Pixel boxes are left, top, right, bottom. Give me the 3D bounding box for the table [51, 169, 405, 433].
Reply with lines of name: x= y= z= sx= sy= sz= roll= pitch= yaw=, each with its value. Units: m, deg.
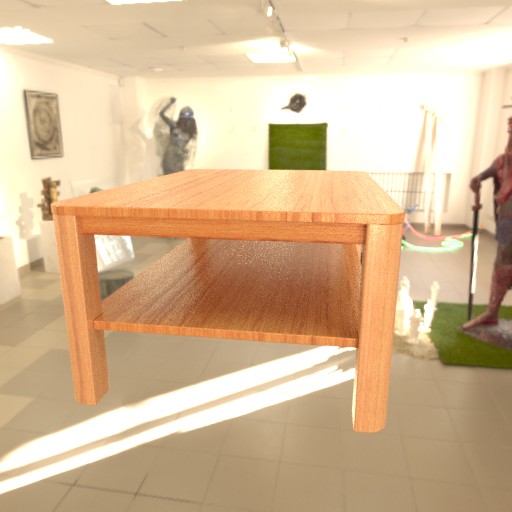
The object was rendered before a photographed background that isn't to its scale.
table: x=0.000 y=0.000 z=1.352 sx=0.696 sy=0.445 sz=0.997 roll=2 pitch=15 yaw=9
